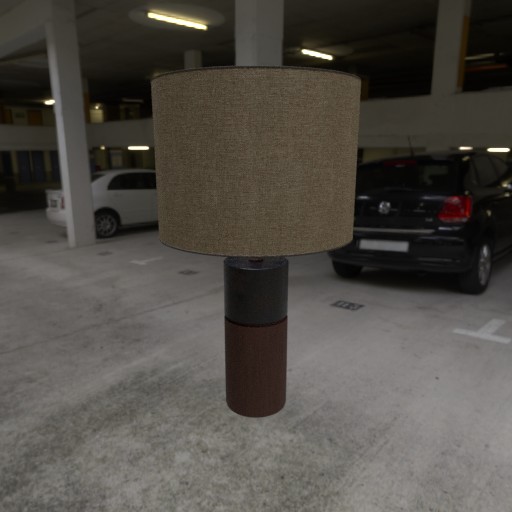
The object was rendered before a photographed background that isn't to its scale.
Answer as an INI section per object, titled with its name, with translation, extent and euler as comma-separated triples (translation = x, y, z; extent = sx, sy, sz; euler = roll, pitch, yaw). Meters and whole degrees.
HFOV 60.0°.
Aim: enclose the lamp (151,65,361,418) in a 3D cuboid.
[lamp]
translation = 0.000, 0.000, 0.478
extent = 0.202, 0.350, 0.202
euler = 0, 14, 0
